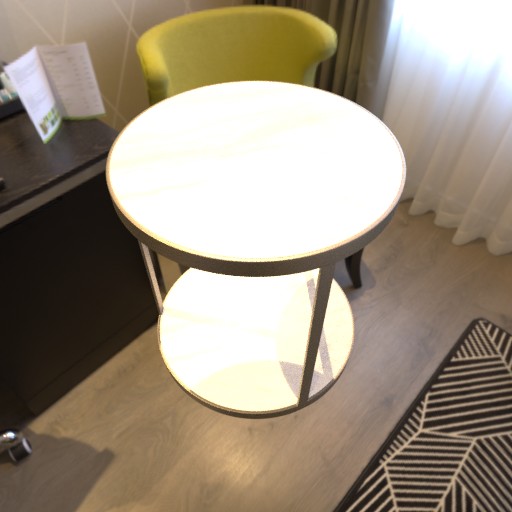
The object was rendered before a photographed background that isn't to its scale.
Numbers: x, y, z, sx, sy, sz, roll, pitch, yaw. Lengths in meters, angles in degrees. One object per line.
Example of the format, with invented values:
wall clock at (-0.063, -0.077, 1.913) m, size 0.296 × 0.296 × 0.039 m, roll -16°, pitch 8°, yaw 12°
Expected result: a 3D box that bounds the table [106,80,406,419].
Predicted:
table at (0.000, 0.000, 0.850) m, size 0.445 × 0.479 × 0.445 m, roll 0°, pitch 48°, yaw 0°
